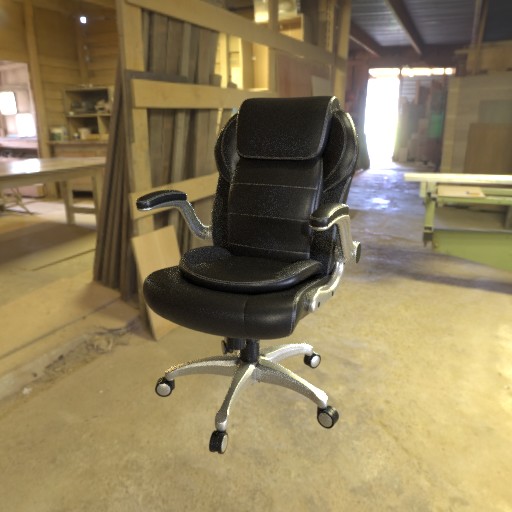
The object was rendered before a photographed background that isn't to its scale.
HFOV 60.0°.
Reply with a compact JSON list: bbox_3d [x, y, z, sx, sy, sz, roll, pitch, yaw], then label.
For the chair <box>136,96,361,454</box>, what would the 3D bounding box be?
[{"bbox_3d":[0.000,0.000,1.637,0.724,1.141,0.801,8,18,25],"label":"chair"}]
